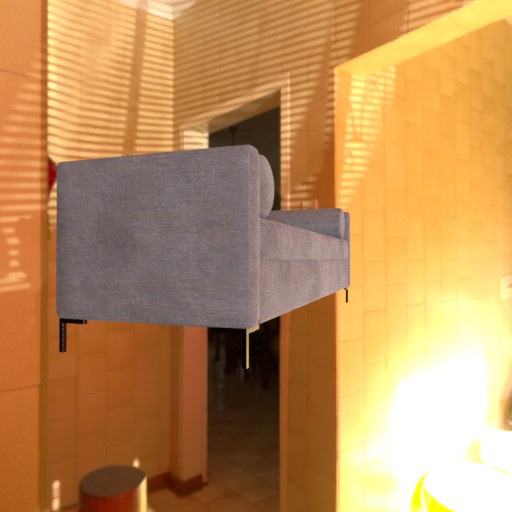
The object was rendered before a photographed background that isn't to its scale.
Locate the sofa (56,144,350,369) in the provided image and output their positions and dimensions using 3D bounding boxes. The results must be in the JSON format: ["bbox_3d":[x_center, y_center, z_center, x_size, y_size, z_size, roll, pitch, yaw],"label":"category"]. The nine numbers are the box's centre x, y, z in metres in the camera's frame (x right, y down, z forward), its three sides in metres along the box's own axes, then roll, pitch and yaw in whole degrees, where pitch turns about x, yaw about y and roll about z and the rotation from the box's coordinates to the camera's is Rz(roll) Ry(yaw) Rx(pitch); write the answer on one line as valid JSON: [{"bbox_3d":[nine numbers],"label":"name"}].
[{"bbox_3d":[0.000,0.000,2.257,0.686,0.635,1.981,0,0,20],"label":"sofa"}]
